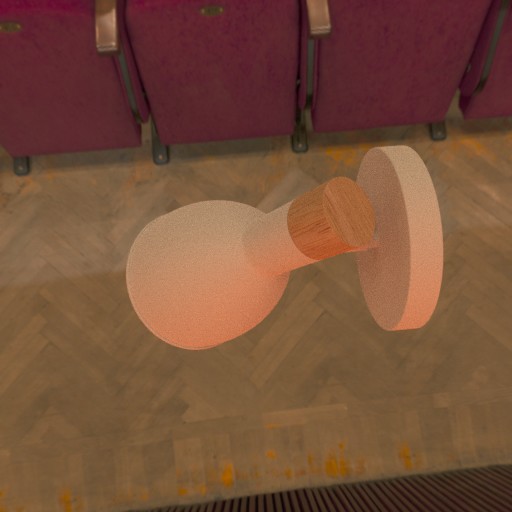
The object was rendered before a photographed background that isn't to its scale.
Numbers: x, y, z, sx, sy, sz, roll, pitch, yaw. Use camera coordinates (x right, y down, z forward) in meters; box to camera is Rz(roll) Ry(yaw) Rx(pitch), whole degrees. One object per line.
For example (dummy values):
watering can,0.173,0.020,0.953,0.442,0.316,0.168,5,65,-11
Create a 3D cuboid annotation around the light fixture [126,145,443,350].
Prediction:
light fixture,0.000,0.000,0.329,0.209,0.199,0.127,-5,76,-1
